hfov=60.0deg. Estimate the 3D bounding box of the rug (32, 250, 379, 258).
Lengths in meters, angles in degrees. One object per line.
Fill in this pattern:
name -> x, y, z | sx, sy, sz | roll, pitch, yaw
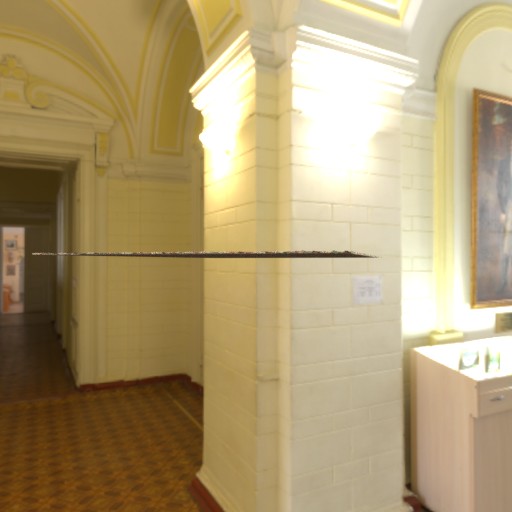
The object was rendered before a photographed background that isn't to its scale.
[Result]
rug -> 0.000, 0.000, 2.353 | 1.219, 0.010, 1.829 | 0, -1, 18
